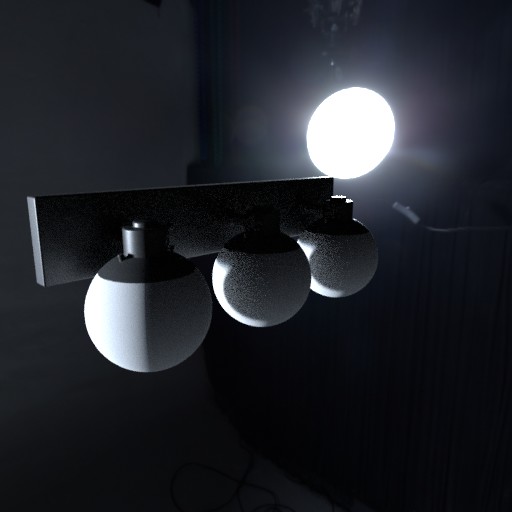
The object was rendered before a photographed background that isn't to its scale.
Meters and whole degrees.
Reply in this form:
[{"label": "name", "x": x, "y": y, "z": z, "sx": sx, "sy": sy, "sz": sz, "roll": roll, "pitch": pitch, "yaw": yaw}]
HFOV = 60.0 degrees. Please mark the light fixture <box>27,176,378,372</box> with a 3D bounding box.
[{"label": "light fixture", "x": 0.000, "y": 0.000, "z": 0.844, "sx": 0.218, "sy": 0.263, "sz": 0.721, "roll": 13, "pitch": 18, "yaw": 43}]
